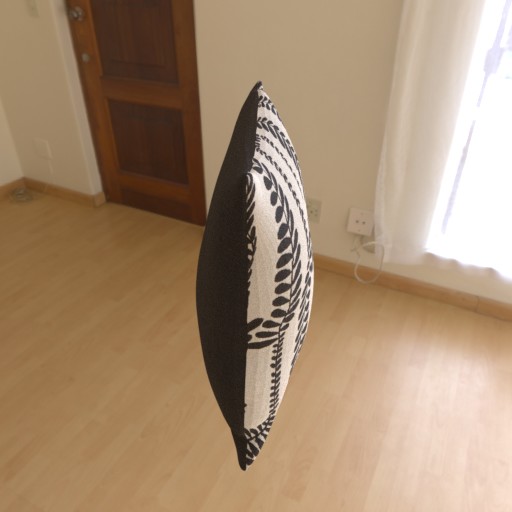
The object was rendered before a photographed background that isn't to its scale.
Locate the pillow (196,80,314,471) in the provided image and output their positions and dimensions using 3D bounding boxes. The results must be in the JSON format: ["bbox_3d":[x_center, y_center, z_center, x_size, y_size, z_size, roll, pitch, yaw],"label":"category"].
[{"bbox_3d":[0.000,0.000,0.685,0.182,0.441,0.440,1,33,2],"label":"pillow"}]
